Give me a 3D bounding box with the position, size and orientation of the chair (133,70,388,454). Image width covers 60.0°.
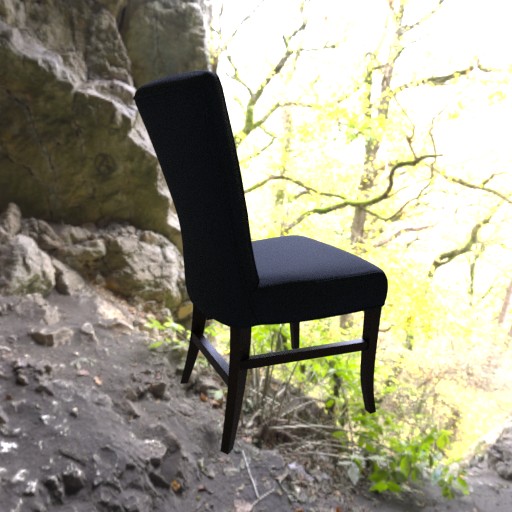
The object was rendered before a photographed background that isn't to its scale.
[{"bbox_3d":[0.000,0.000,1.361,0.660,0.991,0.520,-8,18,-25],"label":"chair"}]
